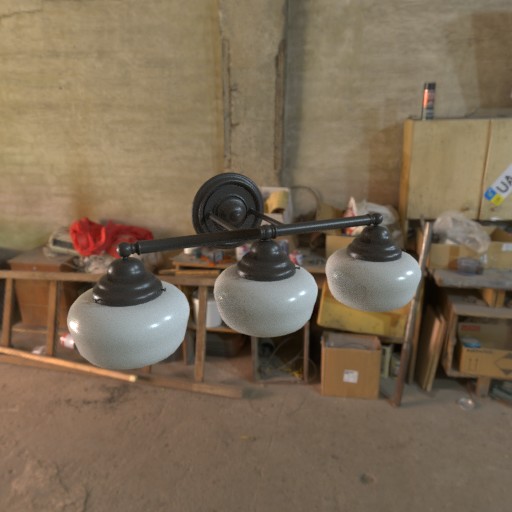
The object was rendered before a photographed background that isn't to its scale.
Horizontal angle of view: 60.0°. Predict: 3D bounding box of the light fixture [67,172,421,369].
[{"bbox_3d":[0.000,0.000,0.725,0.587,0.242,0.239,-8,20,-23],"label":"light fixture"}]
